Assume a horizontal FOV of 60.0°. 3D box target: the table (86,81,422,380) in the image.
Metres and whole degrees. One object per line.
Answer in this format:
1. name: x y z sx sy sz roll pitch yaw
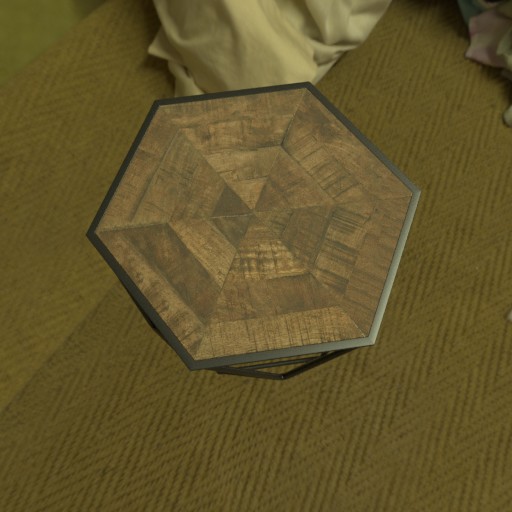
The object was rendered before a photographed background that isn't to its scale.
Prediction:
1. table: 0.000 0.000 1.049 0.579 0.564 0.578 20 75 6
